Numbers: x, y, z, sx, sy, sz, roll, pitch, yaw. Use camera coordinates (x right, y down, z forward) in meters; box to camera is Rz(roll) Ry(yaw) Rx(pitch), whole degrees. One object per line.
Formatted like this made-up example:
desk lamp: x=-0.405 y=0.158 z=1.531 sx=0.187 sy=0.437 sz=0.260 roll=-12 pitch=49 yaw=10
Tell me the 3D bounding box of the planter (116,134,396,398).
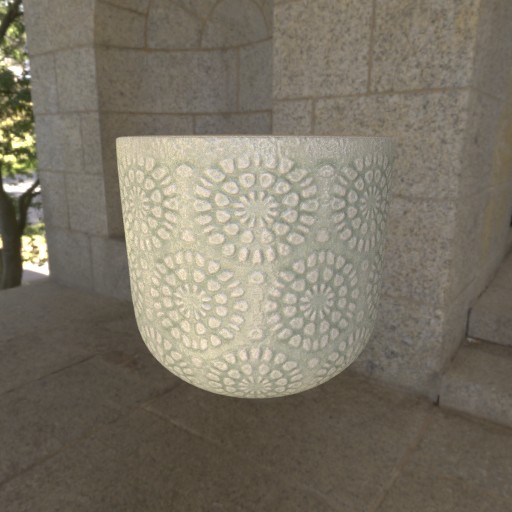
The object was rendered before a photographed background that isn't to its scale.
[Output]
planter: x=0.000 y=0.000 z=0.298 sx=0.169 sy=0.153 sz=0.169 roll=0 pitch=14 yaw=0
